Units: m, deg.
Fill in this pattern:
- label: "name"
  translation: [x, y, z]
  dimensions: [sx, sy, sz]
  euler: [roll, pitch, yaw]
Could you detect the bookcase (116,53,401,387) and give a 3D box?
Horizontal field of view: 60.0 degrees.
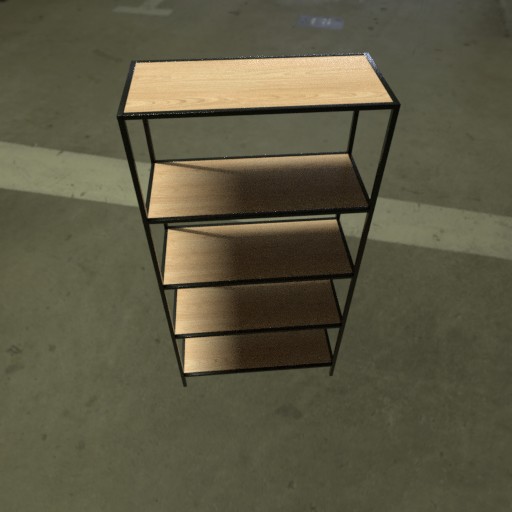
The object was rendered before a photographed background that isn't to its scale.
- label: "bookcase"
  translation: [0.000, 0.000, 1.854]
  dimensions: [0.770, 1.500, 0.350]
  euler: [-3, 46, -3]
